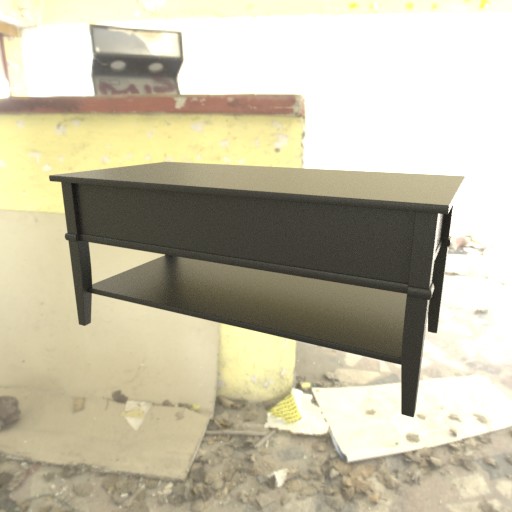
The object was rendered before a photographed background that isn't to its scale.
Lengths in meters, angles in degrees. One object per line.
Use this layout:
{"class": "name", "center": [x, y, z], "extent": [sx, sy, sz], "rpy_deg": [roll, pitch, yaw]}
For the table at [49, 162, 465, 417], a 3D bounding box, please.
{"class": "table", "center": [0.000, 0.000, 1.309], "extent": [1.044, 0.470, 0.523], "rpy_deg": [8, 19, 26]}
